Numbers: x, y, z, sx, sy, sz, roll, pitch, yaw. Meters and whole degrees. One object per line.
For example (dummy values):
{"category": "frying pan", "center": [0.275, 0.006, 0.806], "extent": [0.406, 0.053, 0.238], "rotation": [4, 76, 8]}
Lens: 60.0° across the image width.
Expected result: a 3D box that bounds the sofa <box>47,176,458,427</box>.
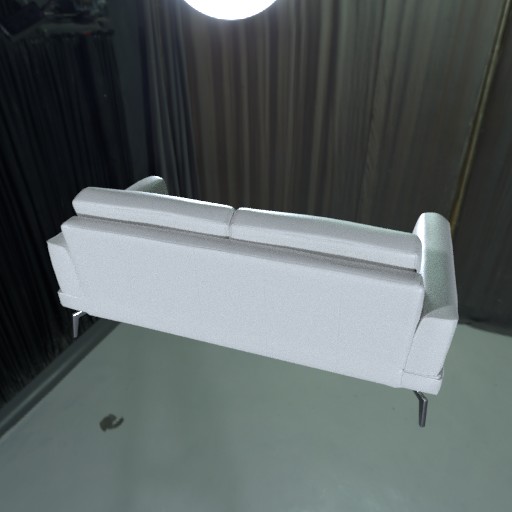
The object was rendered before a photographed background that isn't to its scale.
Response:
{"category": "sofa", "center": [0.000, 0.000, 2.646], "extent": [2.177, 0.930, 1.121], "rotation": [10, 32, 16]}
